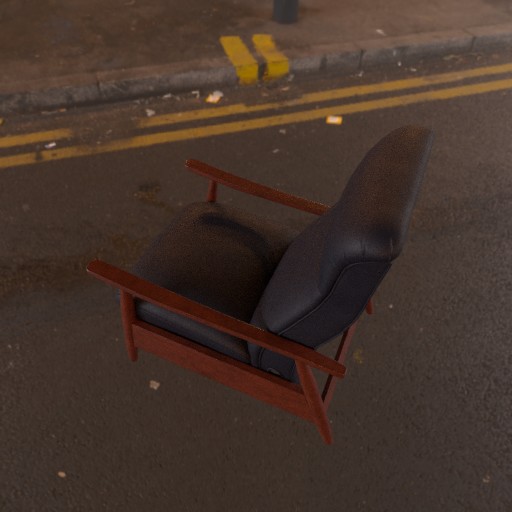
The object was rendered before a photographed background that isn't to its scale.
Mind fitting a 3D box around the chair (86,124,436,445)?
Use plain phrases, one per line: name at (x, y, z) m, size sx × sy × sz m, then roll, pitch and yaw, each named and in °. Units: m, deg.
chair at (0.000, 0.000, 1.748) m, size 1.014 × 1.082 × 0.762 m, roll 18°, pitch 49°, yaw 16°
